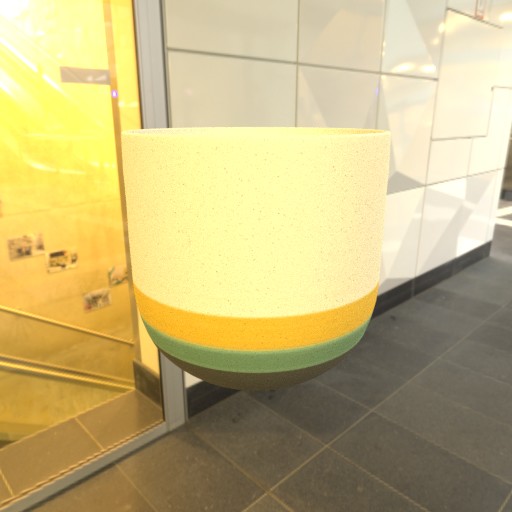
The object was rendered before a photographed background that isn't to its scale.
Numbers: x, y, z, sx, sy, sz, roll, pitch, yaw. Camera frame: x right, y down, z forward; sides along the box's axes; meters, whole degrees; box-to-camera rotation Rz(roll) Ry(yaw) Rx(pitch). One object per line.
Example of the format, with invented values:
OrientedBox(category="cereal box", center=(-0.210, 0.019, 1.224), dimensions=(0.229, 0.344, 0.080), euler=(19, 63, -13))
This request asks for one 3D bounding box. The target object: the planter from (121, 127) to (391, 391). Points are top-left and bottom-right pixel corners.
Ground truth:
OrientedBox(category="planter", center=(0.000, 0.000, 0.494), dimensions=(0.268, 0.270, 0.268), euler=(0, 18, 0))
